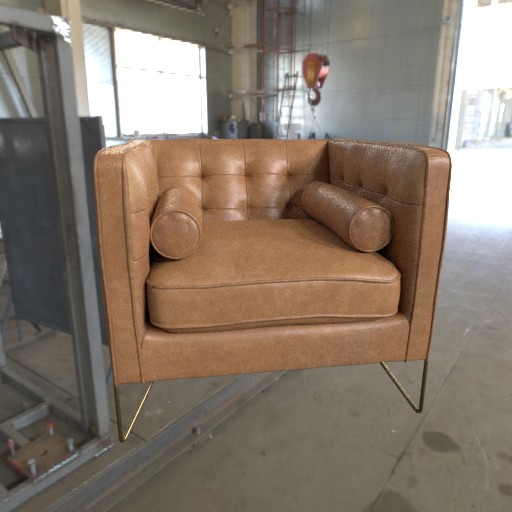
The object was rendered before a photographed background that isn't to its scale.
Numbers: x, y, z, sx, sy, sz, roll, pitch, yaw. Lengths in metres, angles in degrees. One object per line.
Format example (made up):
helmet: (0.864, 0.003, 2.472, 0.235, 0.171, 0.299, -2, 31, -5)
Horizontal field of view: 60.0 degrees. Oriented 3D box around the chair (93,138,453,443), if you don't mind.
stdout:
chair: (0.000, 0.000, 1.583, 0.920, 0.797, 0.912, -2, 16, -8)
